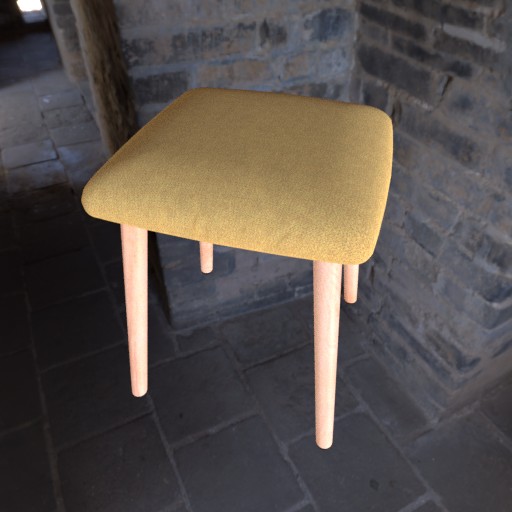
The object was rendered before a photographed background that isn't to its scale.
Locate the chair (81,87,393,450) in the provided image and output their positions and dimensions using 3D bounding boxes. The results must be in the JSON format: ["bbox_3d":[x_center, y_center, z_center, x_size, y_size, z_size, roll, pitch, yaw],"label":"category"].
[{"bbox_3d":[0.000,0.000,0.703,0.350,0.440,0.350,11,42,12],"label":"chair"}]
